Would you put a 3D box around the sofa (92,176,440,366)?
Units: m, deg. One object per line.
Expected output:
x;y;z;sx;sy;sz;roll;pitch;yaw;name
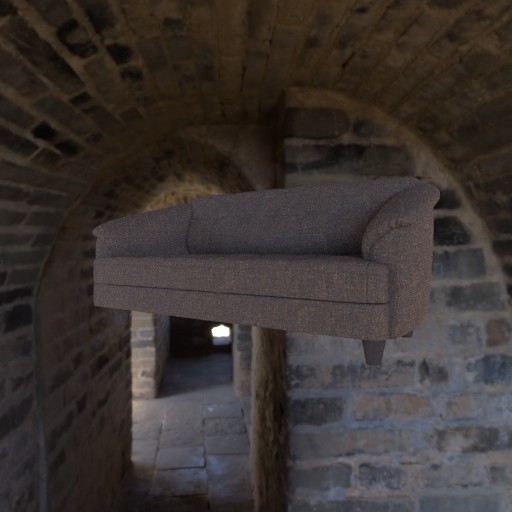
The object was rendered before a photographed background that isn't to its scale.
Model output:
0.000;0.000;2.322;1.849;0.790;0.887;1;1;36;sofa
